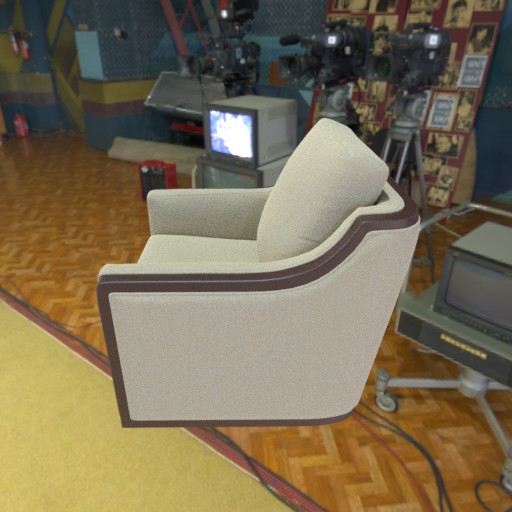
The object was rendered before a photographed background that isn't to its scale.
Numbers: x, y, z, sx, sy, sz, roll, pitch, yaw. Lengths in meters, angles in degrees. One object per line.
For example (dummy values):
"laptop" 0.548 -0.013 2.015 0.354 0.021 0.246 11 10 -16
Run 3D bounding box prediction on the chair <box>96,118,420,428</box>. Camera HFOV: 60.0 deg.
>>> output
"chair" 0.000 0.000 1.691 0.950 0.930 0.870 0 27 -1
